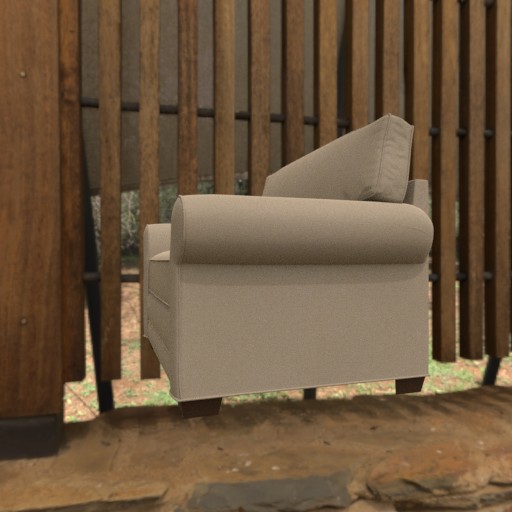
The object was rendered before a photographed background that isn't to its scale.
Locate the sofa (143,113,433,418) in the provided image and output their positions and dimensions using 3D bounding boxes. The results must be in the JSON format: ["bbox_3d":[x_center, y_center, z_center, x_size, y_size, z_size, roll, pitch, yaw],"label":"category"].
[{"bbox_3d":[0.000,0.000,2.063,0.937,1.006,1.405,0,0,-18],"label":"sofa"}]
